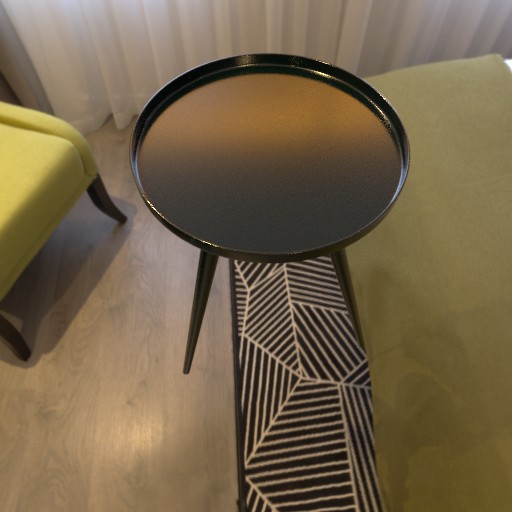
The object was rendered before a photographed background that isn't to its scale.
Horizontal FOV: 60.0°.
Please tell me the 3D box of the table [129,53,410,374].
[{"bbox_3d":[0.000,0.000,0.813,0.415,0.548,0.403,-30,63,-18],"label":"table"}]
